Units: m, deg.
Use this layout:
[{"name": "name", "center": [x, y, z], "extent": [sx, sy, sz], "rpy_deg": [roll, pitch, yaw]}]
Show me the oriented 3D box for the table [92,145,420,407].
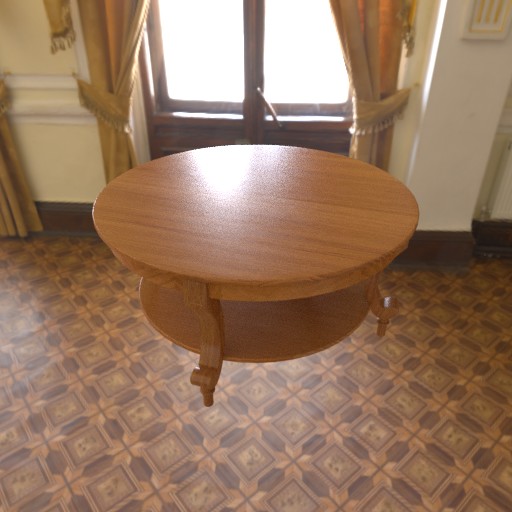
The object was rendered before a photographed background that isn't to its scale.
[{"name": "table", "center": [0.000, 0.000, 1.581], "extent": [1.029, 0.490, 1.029], "rpy_deg": [0, 31, 0]}]
